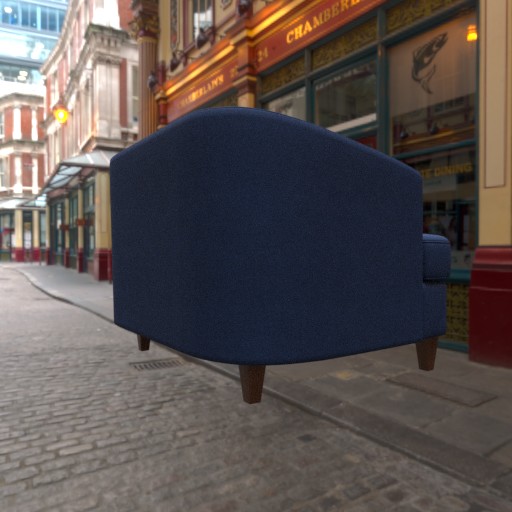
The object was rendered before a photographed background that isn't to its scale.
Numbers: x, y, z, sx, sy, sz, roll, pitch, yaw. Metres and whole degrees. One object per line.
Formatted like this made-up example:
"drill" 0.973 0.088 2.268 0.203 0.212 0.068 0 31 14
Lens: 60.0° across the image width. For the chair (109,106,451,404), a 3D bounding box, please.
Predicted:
"chair" 0.000 0.000 1.718 0.914 0.787 1.118 0 0 -35
